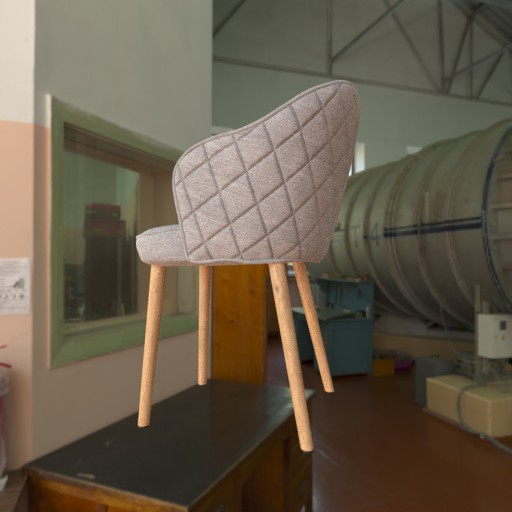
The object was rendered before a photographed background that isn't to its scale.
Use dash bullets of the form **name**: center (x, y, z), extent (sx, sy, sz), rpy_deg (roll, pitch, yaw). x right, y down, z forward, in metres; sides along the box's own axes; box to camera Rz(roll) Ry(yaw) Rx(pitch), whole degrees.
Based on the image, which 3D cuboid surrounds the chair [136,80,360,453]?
- **chair**: center (0.000, 0.000, 1.153), extent (0.530, 0.800, 0.540), rpy_deg (0, -1, 16)
